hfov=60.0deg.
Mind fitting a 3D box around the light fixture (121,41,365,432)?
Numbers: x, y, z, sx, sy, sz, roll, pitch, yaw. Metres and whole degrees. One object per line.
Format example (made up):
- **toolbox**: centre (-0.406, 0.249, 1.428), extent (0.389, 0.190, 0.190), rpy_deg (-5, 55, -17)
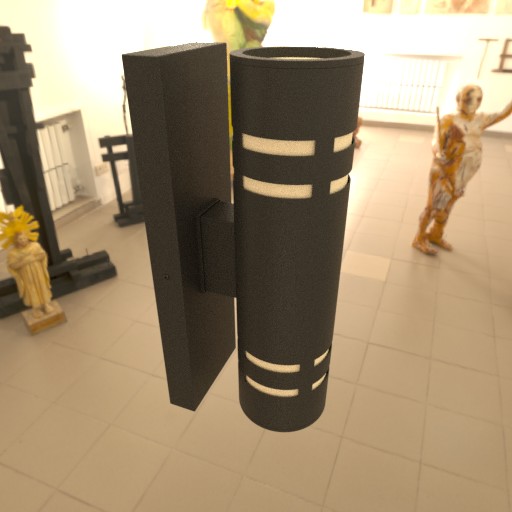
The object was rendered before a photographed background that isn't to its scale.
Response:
- **light fixture**: centre (0.000, 0.000, 0.391), extent (0.149, 0.330, 0.105), rpy_deg (11, 32, 19)
